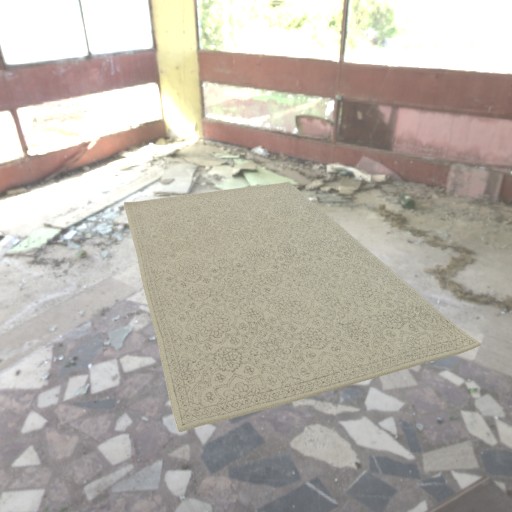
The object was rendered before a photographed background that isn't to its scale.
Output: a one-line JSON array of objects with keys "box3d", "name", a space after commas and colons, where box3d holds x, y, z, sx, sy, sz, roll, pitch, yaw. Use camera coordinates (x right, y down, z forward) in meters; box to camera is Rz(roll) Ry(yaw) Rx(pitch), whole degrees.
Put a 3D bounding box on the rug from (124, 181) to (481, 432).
[{"box3d": [0.000, 0.000, 2.376, 1.214, 0.023, 1.947, -10, 32, -17], "name": "rug"}]
